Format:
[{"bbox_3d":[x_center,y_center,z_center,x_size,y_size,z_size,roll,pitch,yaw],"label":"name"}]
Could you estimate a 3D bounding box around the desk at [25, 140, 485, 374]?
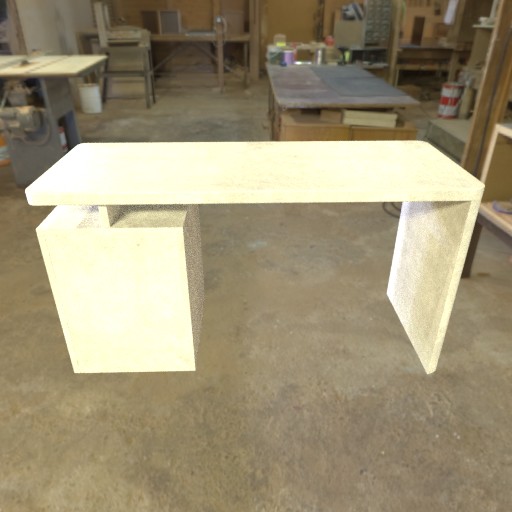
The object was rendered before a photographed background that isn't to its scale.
[{"bbox_3d":[0.000,0.000,1.739,1.400,0.755,0.550,-1,29,-1],"label":"desk"}]
